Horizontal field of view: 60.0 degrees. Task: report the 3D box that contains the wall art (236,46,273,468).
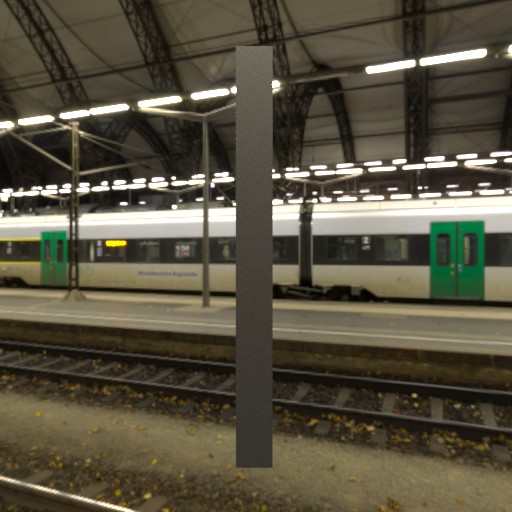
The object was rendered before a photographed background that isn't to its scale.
[{"bbox_3d":[0.000,0.000,0.528,0.028,0.321,0.381,0,0,0],"label":"wall art"}]
